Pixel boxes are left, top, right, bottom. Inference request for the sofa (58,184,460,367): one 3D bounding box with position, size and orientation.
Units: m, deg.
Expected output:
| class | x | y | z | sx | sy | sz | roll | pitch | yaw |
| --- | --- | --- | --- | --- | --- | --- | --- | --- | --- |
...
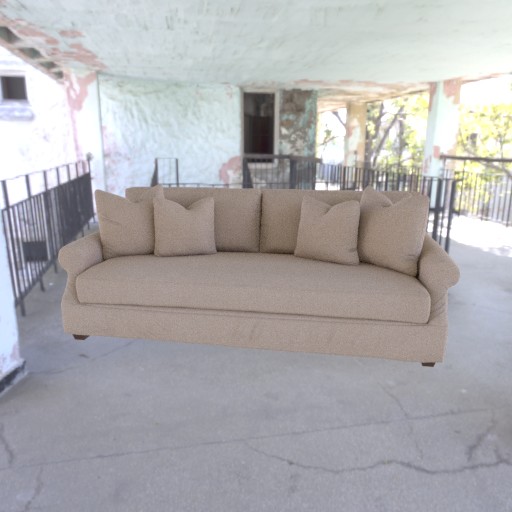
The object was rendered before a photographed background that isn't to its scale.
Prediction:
| class | x | y | z | sx | sy | sz | roll | pitch | yaw |
| --- | --- | --- | --- | --- | --- | --- | --- | --- | --- |
| sofa | 0.000 | 0.000 | 2.858 | 2.285 | 0.904 | 1.067 | 2 | 14 | 9 |
